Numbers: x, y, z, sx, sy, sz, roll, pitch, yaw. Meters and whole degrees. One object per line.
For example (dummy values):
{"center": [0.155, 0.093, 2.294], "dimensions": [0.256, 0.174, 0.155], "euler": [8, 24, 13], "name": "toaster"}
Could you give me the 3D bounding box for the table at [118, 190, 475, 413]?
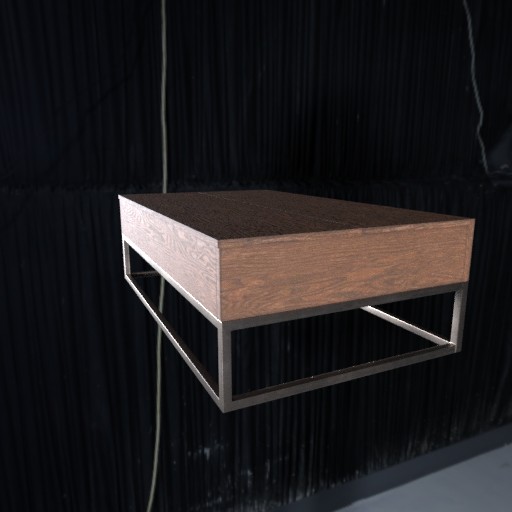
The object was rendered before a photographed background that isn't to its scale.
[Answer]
{"center": [0.000, 0.000, 1.534], "dimensions": [0.719, 0.361, 1.167], "euler": [-6, 14, -25], "name": "table"}
